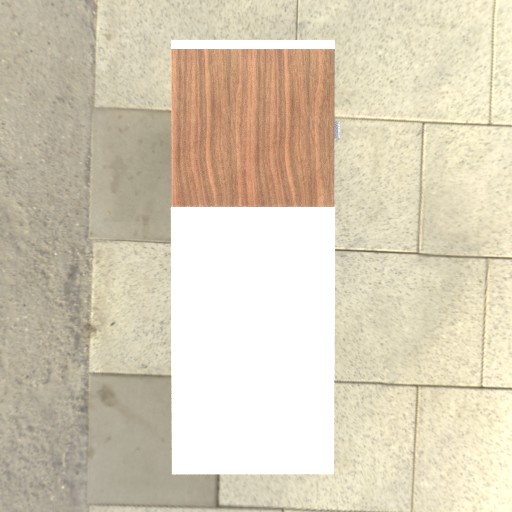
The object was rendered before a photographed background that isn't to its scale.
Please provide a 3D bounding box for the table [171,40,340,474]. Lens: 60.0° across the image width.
[{"bbox_3d":[0.000,0.000,1.481,0.418,0.785,1.066,0,91,0],"label":"table"}]
